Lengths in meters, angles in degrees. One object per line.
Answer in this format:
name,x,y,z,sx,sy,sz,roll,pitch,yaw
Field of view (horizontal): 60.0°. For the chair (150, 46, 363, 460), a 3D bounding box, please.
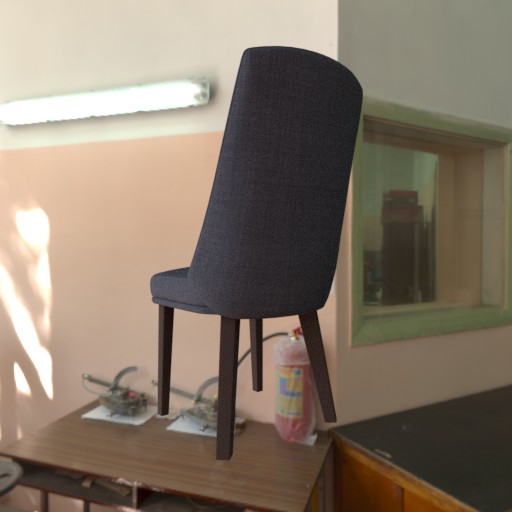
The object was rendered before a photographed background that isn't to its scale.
chair,0.000,0.000,1.376,0.510,1.050,0.577,-1,1,-37
